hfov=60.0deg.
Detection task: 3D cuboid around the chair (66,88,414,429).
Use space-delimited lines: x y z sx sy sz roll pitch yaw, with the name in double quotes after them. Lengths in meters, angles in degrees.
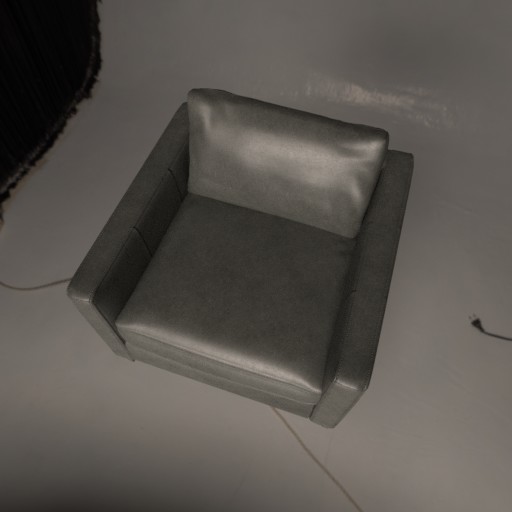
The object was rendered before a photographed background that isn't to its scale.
0.000 0.000 1.516 0.967 0.824 0.861 16 60 10 "chair"
